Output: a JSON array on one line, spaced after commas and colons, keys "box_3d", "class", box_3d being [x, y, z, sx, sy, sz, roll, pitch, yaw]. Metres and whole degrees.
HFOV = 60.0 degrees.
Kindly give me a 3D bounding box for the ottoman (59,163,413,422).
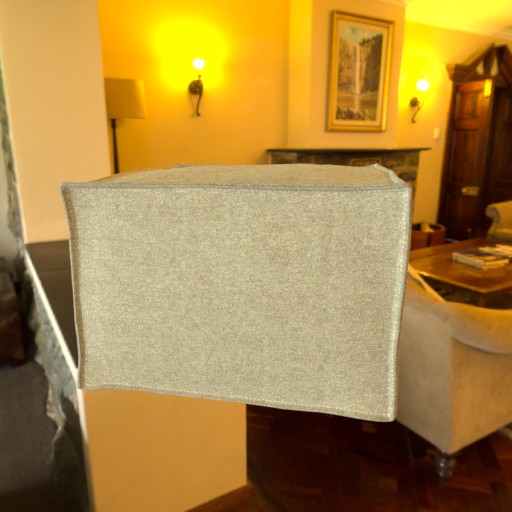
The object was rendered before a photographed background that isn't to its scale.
[{"box_3d": [0.000, 0.000, 1.163, 0.696, 0.470, 0.707, 2, 14, 9], "class": "ottoman"}]
